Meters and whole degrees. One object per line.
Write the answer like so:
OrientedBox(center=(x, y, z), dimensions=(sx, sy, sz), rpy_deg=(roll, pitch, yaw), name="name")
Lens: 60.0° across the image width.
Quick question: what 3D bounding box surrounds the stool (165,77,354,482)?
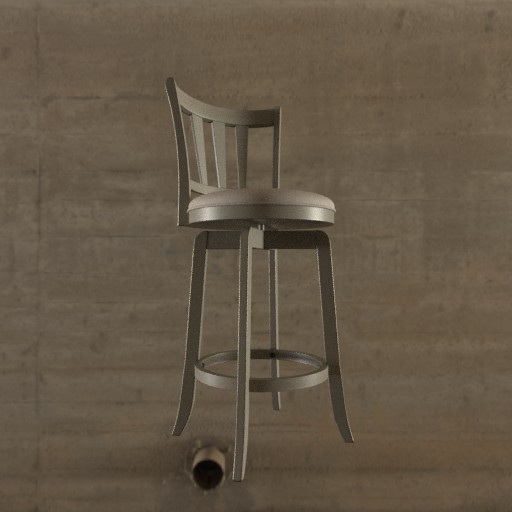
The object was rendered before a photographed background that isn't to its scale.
OrientedBox(center=(0.000, 0.000, 1.295), dimensions=(0.436, 1.042, 0.475), rpy_deg=(0, -1, -36), name="stool")
